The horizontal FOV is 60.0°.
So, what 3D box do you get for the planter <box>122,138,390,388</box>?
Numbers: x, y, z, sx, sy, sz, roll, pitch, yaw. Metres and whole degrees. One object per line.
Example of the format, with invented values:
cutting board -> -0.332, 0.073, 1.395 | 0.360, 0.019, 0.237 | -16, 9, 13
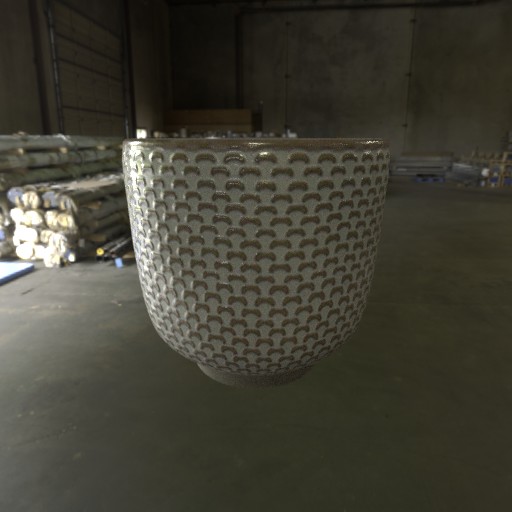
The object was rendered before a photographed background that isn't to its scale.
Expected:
planter -> 0.000, 0.000, 0.253 | 0.139, 0.130, 0.139 | 0, 15, 0
